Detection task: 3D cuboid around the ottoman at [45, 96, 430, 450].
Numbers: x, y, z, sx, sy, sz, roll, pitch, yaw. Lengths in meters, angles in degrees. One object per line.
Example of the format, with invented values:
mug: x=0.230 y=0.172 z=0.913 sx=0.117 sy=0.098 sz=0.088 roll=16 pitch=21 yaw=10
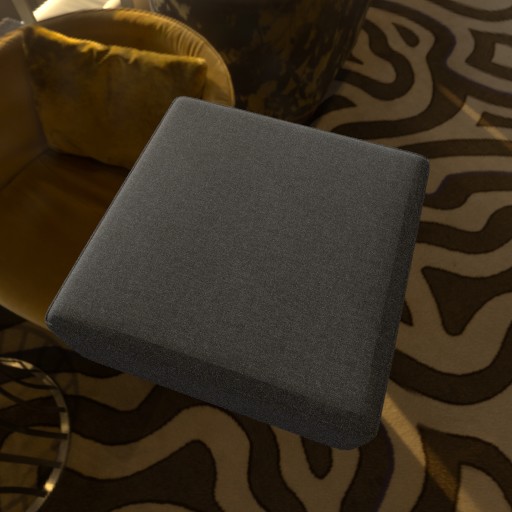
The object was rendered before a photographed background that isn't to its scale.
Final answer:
ottoman: x=0.000 y=0.000 z=1.557 sx=1.000 sy=0.439 sz=1.000 roll=17 pitch=63 yaw=9
